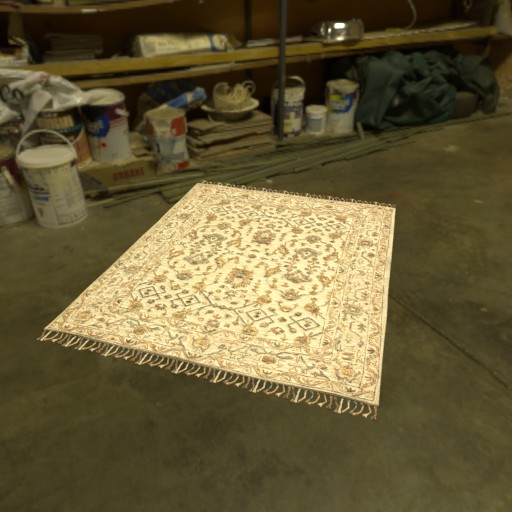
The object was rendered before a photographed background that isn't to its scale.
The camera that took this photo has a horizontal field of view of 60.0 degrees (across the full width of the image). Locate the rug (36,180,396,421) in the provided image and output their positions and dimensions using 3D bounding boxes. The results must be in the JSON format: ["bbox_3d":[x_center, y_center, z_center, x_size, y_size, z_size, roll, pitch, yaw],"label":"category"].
[{"bbox_3d":[0.000,0.000,4.127,2.426,0.034,3.061,9,34,14],"label":"rug"}]
